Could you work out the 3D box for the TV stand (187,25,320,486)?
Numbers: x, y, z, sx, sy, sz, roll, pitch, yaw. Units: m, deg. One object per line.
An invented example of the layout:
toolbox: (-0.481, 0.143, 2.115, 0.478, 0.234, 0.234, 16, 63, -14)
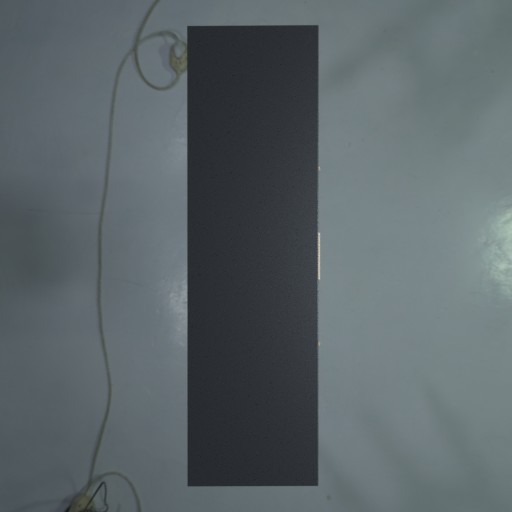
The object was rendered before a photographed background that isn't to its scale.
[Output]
TV stand: (0.000, 0.000, 1.519, 0.390, 0.518, 1.312, 0, 90, 0)
